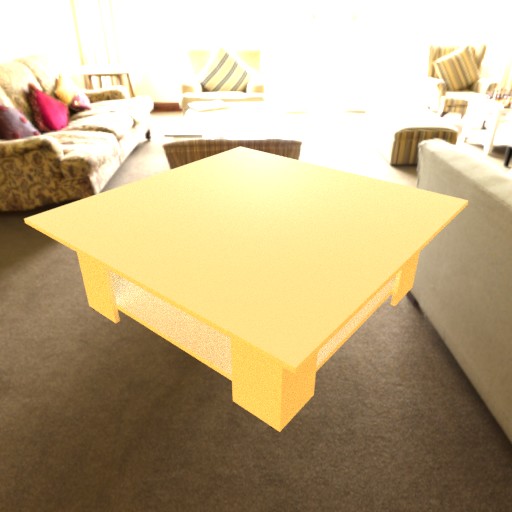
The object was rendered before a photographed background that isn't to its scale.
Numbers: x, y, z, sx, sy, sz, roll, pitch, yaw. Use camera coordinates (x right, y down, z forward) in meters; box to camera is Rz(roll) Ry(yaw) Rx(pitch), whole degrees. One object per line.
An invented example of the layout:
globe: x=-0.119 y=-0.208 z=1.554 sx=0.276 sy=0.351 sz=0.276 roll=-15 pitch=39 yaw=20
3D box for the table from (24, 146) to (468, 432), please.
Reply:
table: x=0.000 y=0.000 z=1.326 sx=0.890 sy=0.305 sz=0.890 roll=22 pitch=36 yaw=33
